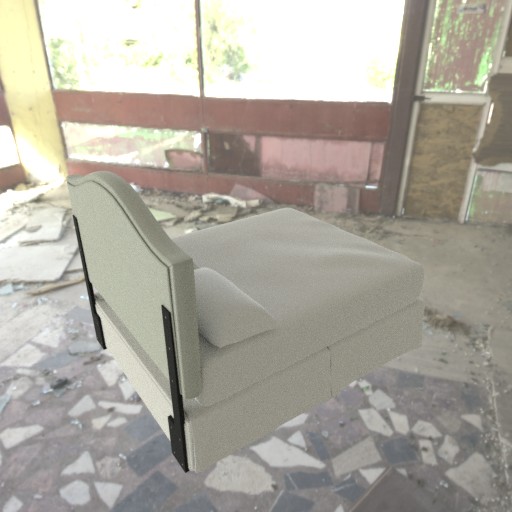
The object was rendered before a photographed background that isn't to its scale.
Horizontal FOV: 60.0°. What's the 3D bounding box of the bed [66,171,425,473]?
[{"bbox_3d":[0.000,0.000,3.410,2.180,1.607,1.813,-18,32,-32],"label":"bed"}]
